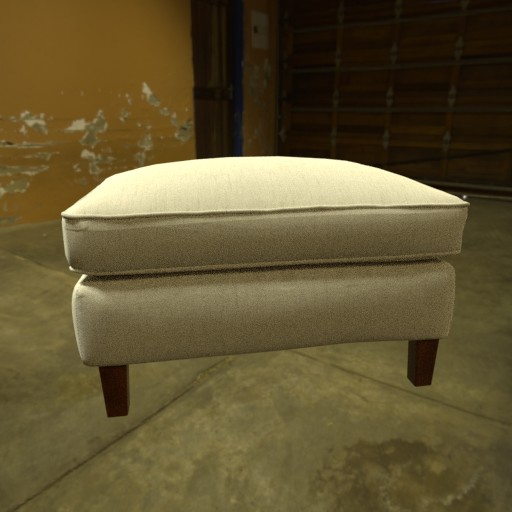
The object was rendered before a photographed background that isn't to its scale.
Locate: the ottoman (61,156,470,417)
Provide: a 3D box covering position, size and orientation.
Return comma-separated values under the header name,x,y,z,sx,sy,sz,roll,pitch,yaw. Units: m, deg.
name,x,y,z,sx,sy,sz,roll,pitch,yaw
ottoman,0.000,0.000,0.935,0.665,0.406,0.501,-3,17,-9
